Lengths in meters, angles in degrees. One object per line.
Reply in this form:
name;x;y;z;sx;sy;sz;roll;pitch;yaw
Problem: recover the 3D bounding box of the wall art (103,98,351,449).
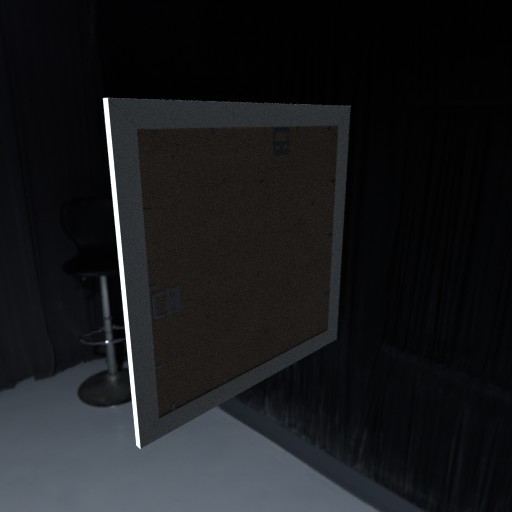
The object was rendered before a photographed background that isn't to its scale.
wall art;0.000;0.000;0.899;0.584;0.584;0.013;-16;23;-42
